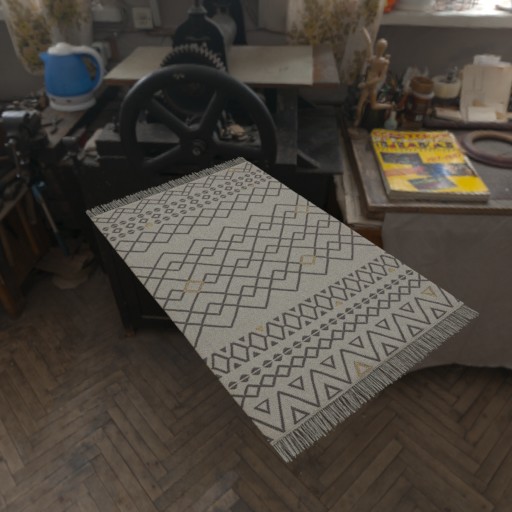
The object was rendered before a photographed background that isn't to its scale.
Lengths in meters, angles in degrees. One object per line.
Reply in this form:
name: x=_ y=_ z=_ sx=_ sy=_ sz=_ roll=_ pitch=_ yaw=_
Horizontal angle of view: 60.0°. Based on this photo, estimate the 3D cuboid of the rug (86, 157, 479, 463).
rug: x=0.000 y=0.000 z=3.042 sx=1.495 sy=0.035 sz=2.472 roll=-26 pitch=47 yaw=-27
